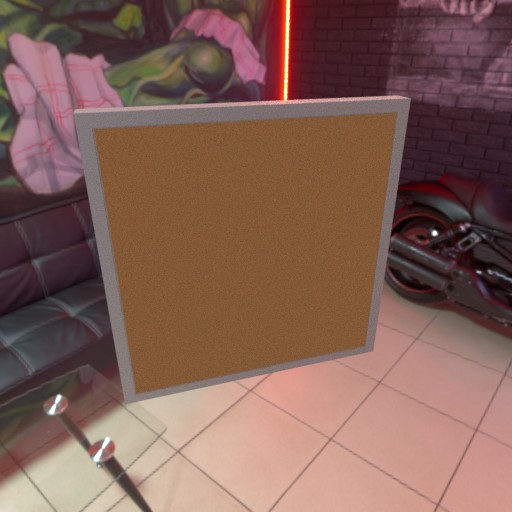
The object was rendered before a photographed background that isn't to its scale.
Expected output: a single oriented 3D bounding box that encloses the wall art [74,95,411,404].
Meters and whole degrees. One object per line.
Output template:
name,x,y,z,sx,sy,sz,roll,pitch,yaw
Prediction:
wall art,0.000,0.000,0.770,0.506,0.506,0.038,-8,28,-15
